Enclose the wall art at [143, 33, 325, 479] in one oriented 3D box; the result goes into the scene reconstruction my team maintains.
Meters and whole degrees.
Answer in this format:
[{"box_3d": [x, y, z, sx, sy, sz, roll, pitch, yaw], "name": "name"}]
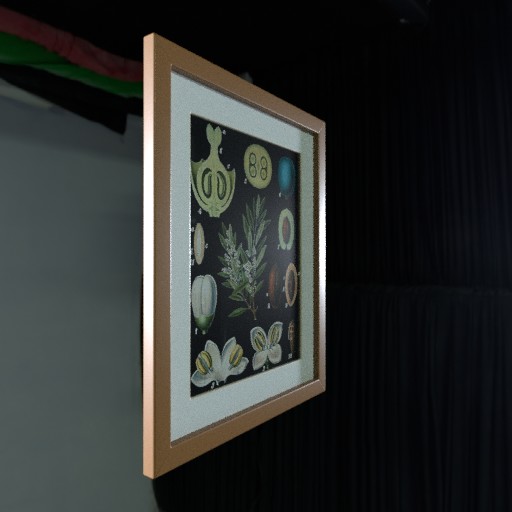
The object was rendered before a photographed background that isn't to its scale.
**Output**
[{"box_3d": [0.000, 0.000, 0.504, 0.015, 0.379, 0.310, 0, 0, 36], "name": "wall art"}]
